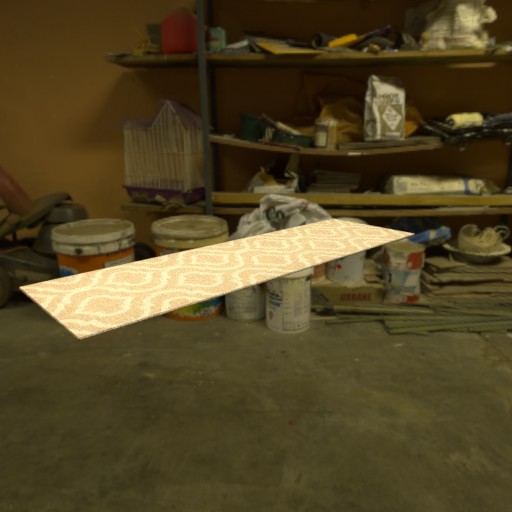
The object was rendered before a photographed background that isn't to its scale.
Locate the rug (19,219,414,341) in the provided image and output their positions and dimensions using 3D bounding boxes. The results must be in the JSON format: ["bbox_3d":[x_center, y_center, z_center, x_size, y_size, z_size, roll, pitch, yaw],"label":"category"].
[{"bbox_3d":[0.000,0.000,2.509,2.289,0.013,0.691,-14,22,-40],"label":"rug"}]
